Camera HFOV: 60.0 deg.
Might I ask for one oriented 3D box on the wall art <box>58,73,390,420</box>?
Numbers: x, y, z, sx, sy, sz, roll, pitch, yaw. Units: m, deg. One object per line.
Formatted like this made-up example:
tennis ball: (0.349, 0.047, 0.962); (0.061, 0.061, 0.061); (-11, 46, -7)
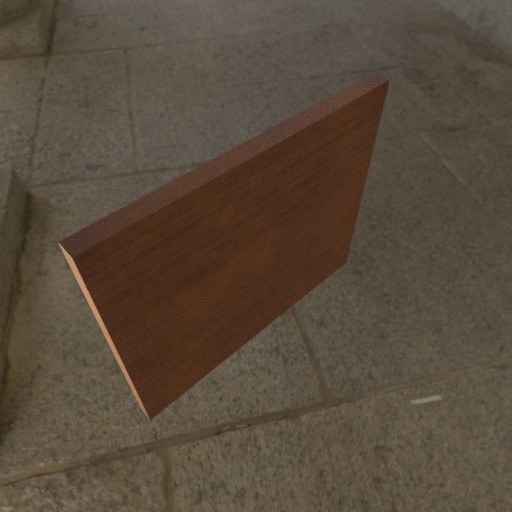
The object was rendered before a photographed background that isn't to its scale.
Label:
wall art: (0.000, 0.000, 0.773); (0.558, 0.457, 0.033); (-35, 58, -26)
